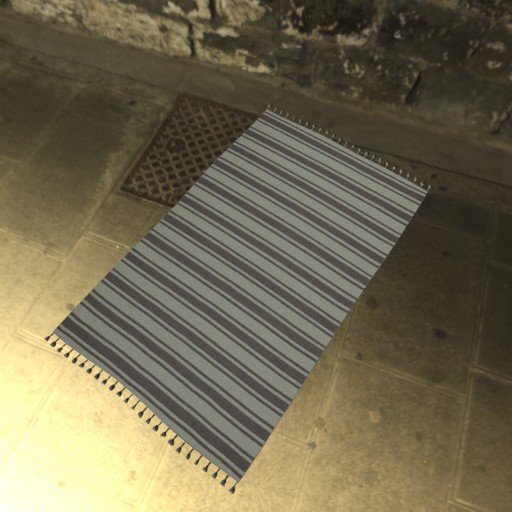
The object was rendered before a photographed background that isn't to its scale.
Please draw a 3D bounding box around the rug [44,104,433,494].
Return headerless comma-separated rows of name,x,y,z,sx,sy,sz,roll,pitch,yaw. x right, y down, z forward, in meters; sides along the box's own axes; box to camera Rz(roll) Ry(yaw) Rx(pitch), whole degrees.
rug,0.000,0.000,2.529,1.229,0.011,2.096,32,67,16
